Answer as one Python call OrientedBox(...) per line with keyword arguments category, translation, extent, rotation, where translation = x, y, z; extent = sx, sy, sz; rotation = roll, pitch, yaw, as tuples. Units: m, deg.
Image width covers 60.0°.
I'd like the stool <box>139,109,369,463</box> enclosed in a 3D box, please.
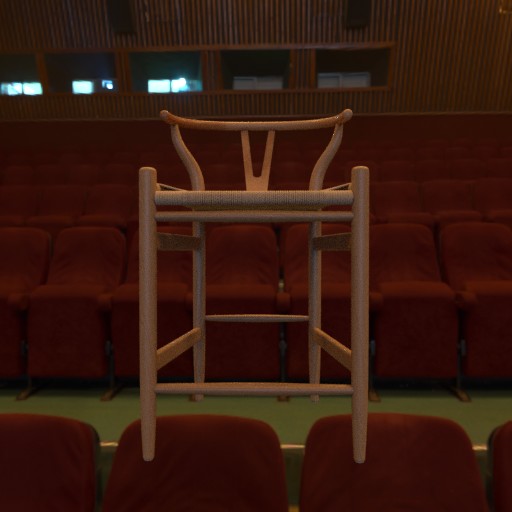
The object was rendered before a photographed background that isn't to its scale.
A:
OrientedBox(category="stool", translation=(0.000, 0.000, 1.272), extent=(0.536, 0.923, 0.575), rotation=(0, 1, 1))
